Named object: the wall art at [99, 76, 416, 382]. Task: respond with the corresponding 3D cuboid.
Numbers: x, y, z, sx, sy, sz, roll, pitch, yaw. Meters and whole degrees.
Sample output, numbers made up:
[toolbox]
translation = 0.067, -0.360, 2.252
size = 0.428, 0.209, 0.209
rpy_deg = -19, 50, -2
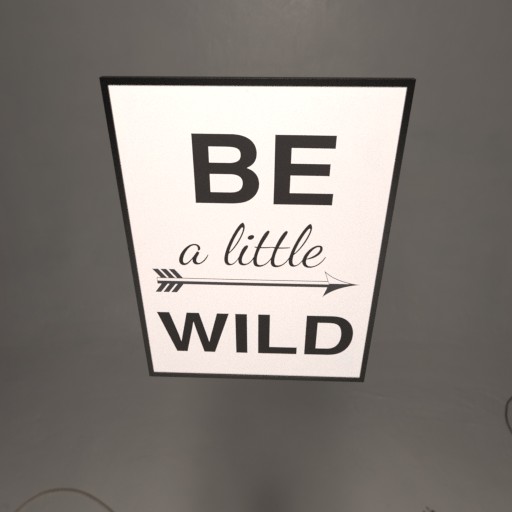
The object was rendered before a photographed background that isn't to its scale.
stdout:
[wall art]
translation = 0.000, 0.000, 0.771
size = 0.442, 0.582, 0.013
rpy_deg = 1, 31, 2
